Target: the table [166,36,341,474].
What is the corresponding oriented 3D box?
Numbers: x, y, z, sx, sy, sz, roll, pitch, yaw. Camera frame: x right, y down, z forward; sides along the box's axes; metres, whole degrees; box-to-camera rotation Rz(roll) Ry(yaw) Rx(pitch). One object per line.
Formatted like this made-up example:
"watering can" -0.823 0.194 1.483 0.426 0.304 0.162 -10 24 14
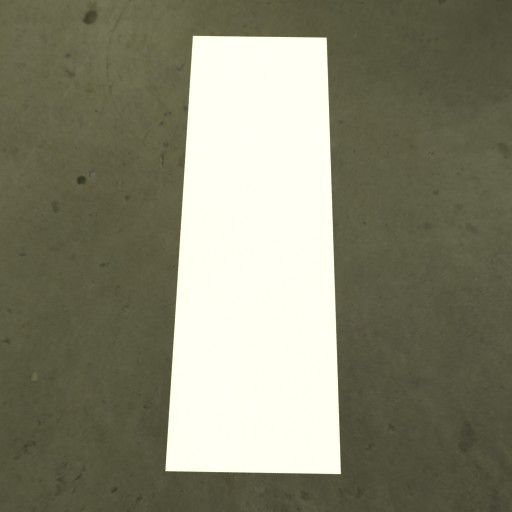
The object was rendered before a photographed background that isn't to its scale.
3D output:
"table" 0.000 0.000 1.842 0.508 0.769 1.500 1 75 0
